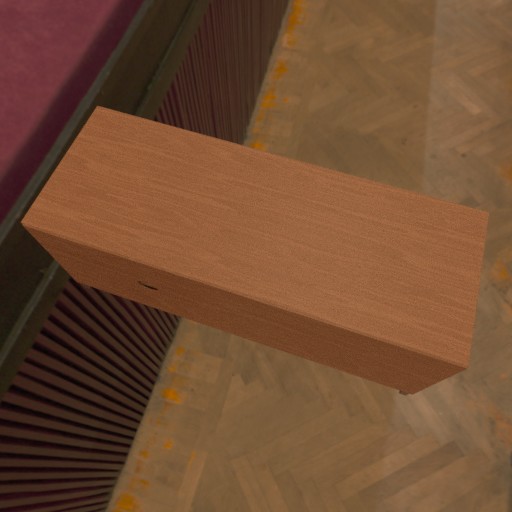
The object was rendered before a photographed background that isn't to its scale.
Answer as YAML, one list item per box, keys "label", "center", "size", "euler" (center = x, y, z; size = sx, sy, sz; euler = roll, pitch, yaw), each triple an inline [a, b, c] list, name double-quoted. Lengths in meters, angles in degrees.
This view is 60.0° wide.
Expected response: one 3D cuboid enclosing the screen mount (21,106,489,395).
- label: "screen mount"
  center: [0.000, 0.000, 1.285]
  size: [1.084, 0.432, 0.406]
  euler: [17, 66, 8]
